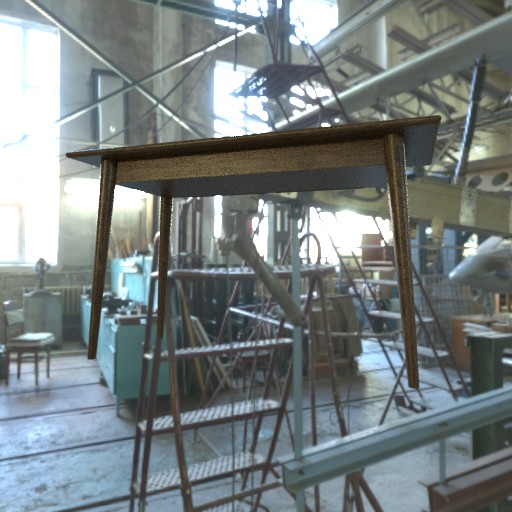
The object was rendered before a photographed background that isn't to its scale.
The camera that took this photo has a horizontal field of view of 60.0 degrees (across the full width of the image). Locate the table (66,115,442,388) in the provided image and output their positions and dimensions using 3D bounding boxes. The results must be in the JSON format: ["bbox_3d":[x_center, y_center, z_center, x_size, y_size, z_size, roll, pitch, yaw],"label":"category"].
[{"bbox_3d":[0.000,0.000,1.723,1.300,0.780,0.599,0,-1,19],"label":"table"}]
